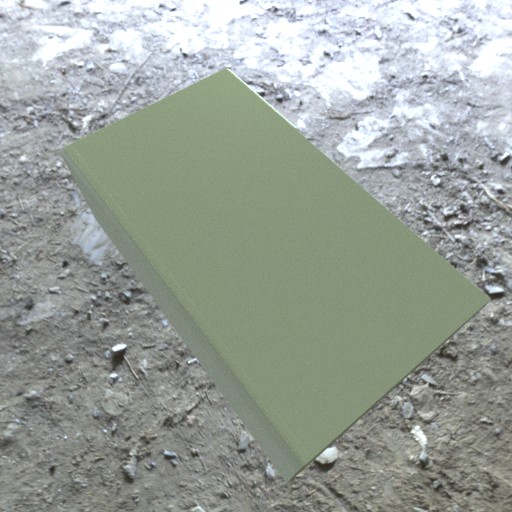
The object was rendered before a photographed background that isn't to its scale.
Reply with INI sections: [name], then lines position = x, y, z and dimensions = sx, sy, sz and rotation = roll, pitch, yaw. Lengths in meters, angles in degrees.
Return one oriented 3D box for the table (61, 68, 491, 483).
[table]
position = 0.000, 0.000, 1.389
dimensions = 0.639, 0.442, 1.097
rotation = -34, 65, -18
